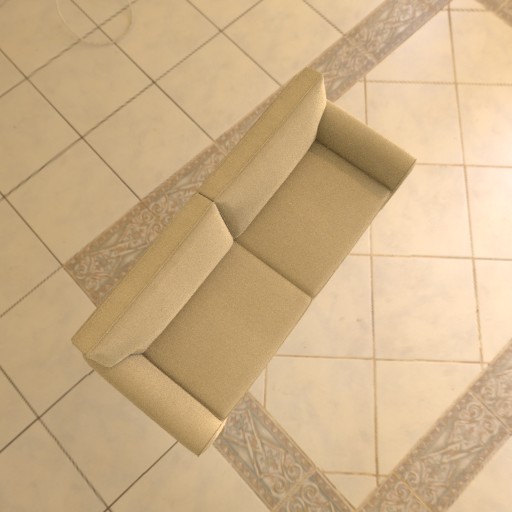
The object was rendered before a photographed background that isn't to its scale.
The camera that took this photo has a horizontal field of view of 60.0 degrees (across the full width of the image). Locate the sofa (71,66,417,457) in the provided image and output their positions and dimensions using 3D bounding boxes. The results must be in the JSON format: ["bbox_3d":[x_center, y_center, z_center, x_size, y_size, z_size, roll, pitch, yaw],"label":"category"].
[{"bbox_3d":[0.000,0.000,2.687,0.901,0.962,2.146,36,78,9],"label":"sofa"}]
